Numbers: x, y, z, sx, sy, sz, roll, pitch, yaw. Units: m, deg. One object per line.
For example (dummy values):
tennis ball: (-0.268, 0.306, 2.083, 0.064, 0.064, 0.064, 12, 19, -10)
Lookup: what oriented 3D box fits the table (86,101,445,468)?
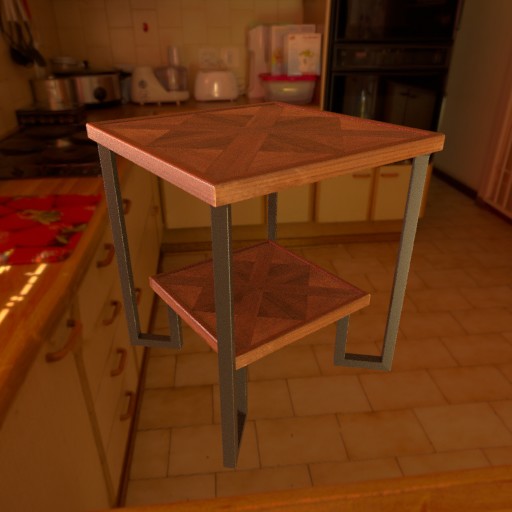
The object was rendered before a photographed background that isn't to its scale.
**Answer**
table: (0.000, 0.000, 0.997, 0.503, 0.563, 0.503, -19, 33, -32)
